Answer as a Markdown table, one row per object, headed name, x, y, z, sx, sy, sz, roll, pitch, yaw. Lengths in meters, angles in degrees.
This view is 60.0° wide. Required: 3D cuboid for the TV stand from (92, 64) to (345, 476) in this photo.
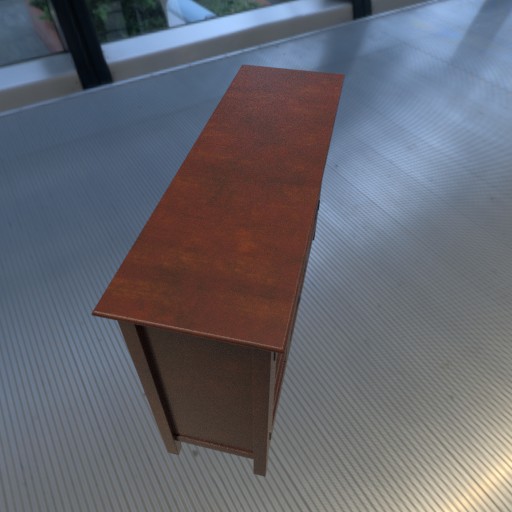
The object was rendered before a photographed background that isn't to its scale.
| name | x | y | z | sx | sy | sz | roll | pitch | yaw |
| --- | --- | --- | --- | --- | --- | --- | --- | --- | --- |
| TV stand | 0.000 | 0.000 | 1.755 | 0.445 | 0.915 | 1.372 | 10 | 47 | 9 |
